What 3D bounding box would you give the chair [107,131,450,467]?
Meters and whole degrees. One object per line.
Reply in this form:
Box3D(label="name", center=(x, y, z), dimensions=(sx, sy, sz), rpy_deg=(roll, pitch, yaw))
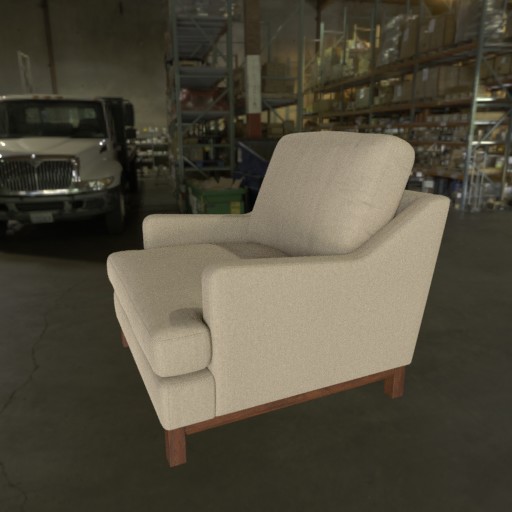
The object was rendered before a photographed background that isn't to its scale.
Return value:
Box3D(label="chair", center=(0.000, 0.000, 1.684), dimensions=(1.001, 0.916, 0.912), rpy_deg=(-7, 17, -24))
